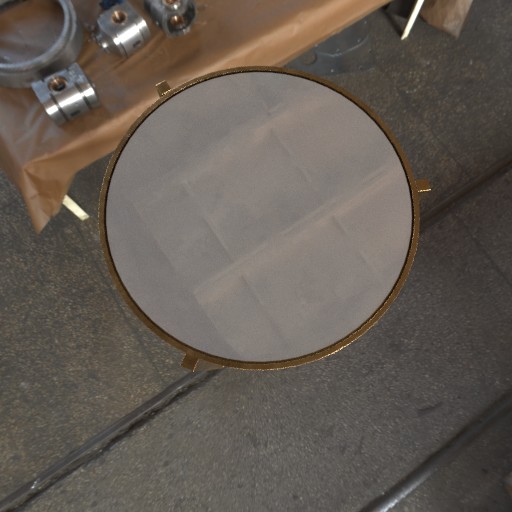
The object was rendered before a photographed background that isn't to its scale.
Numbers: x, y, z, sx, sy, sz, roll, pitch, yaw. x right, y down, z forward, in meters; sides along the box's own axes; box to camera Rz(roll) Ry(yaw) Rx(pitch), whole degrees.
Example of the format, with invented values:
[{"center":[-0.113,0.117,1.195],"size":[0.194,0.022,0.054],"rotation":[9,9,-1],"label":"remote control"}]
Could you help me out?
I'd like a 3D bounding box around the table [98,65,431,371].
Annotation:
[{"center":[0.000,0.000,0.450],"size":[0.231,0.269,0.243],"rotation":[22,77,5],"label":"table"}]
